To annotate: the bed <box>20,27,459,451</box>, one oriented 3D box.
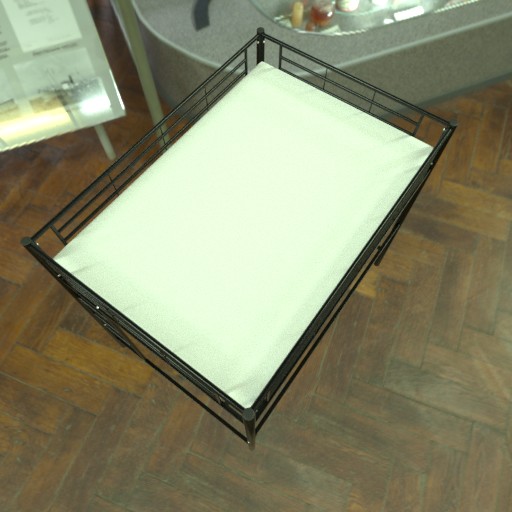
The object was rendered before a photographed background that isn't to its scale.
[{"bbox_3d":[0.000,0.000,3.121,1.397,1.803,1.994,33,67,16],"label":"bed"}]
